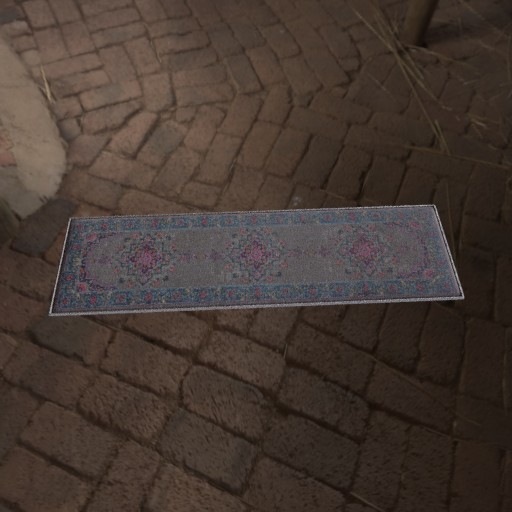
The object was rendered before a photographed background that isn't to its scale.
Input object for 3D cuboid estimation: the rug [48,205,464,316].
[{"bbox_3d":[0.000,0.000,2.607,2.297,0.019,0.659,-2,59,-1],"label":"rug"}]
